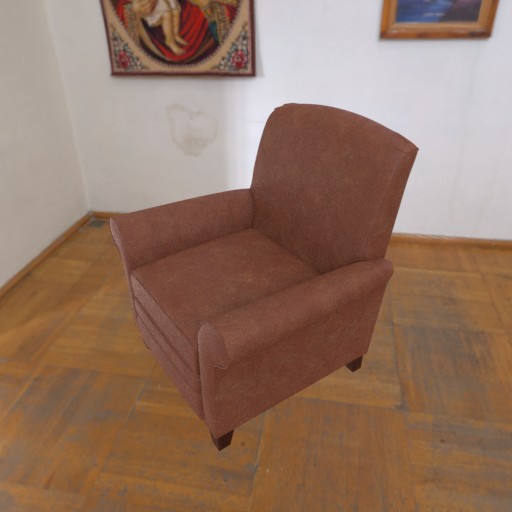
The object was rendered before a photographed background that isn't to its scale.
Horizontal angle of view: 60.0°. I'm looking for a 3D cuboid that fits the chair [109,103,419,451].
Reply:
[{"bbox_3d":[0.000,0.000,1.815,0.902,1.061,0.978,-20,37,-29],"label":"chair"}]
